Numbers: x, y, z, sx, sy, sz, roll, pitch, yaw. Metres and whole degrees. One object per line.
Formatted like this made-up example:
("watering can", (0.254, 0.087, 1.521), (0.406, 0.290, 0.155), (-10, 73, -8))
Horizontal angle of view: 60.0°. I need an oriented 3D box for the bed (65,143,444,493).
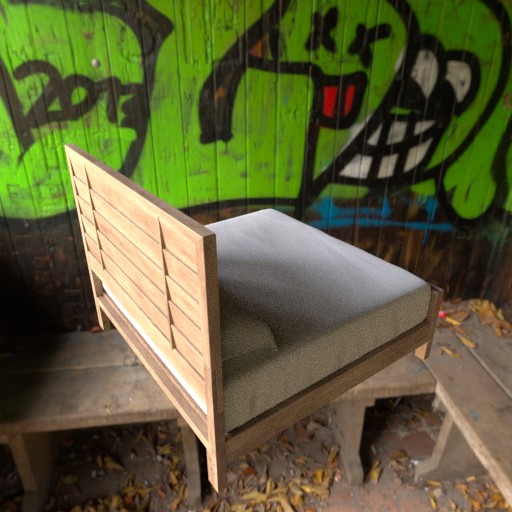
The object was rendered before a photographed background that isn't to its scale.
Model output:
("bed", (0.000, 0.000, 3.448), (2.032, 1.626, 2.032), (-18, 32, -32))
